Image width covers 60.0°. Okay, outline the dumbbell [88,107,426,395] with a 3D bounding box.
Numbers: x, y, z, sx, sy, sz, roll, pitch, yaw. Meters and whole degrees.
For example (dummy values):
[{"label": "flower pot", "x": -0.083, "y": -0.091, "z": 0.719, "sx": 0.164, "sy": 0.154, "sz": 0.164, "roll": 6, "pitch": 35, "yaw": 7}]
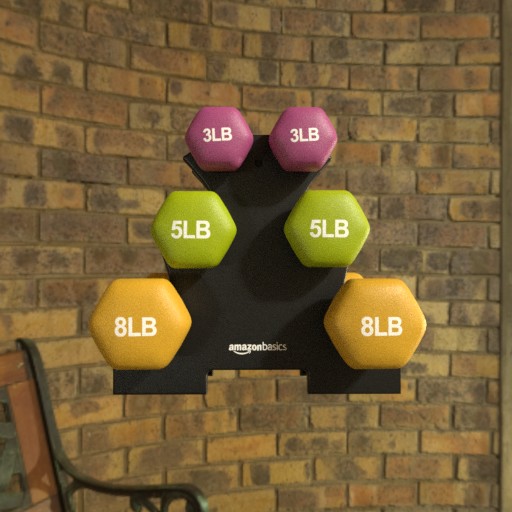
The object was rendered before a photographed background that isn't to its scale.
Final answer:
[{"label": "dumbbell", "x": 0.000, "y": 0.000, "z": 0.471, "sx": 0.300, "sy": 0.271, "sz": 0.190, "roll": 0, "pitch": 0, "yaw": -1}]
